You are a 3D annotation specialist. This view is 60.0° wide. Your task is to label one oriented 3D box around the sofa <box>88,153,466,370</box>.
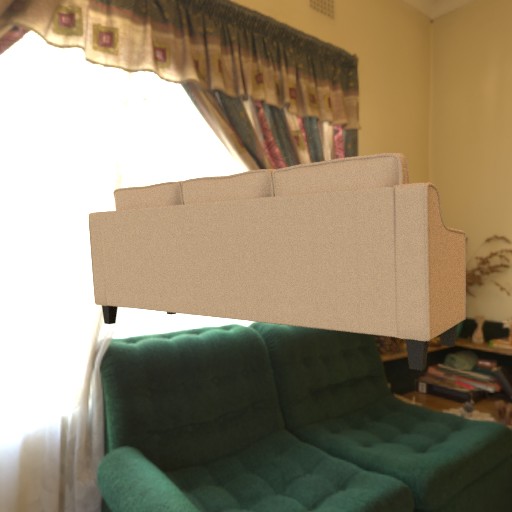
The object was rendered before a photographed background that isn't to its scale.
[{"bbox_3d":[0.000,0.000,2.593,2.131,0.902,0.791,0,0,35],"label":"sofa"}]
